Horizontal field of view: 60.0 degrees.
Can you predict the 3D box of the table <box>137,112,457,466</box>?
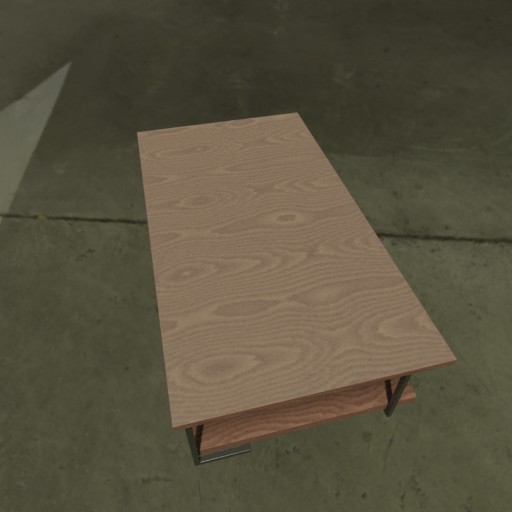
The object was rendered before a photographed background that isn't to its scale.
[{"bbox_3d":[0.000,0.000,1.489,0.651,0.347,1.197,-10,46,-10],"label":"table"}]
